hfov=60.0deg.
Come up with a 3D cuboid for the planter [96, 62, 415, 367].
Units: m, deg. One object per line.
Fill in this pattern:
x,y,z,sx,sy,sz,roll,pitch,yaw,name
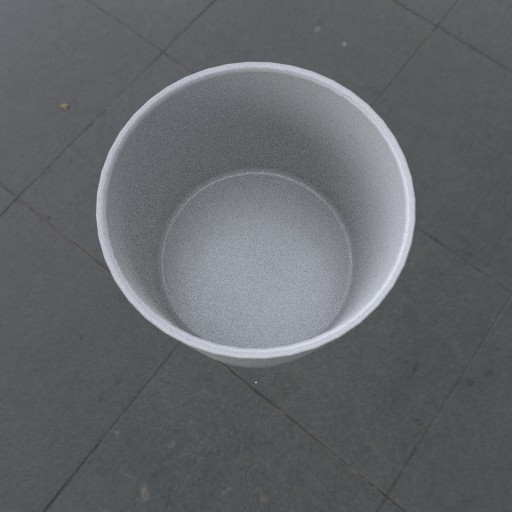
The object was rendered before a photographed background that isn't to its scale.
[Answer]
0.000,0.000,0.510,0.249,0.343,0.249,0,74,0,planter
